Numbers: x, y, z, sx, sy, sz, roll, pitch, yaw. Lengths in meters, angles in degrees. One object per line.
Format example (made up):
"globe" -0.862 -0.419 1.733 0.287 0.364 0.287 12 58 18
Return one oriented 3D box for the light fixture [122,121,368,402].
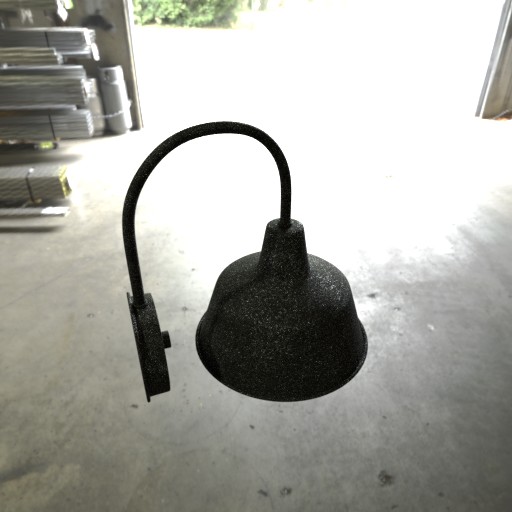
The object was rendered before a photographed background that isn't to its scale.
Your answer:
"light fixture" 0.000 0.000 0.488 0.283 0.300 0.216 -11 33 -17
